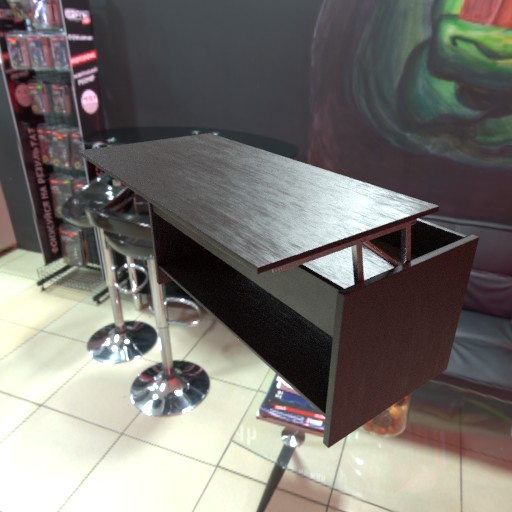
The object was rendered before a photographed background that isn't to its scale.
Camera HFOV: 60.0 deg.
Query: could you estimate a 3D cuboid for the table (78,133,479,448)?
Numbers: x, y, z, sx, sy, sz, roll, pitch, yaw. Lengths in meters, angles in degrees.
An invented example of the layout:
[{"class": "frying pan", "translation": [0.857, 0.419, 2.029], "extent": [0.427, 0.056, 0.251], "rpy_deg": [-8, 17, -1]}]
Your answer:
[{"class": "table", "translation": [0.000, 0.000, 1.396], "extent": [0.712, 0.570, 1.000], "rpy_deg": [-18, 32, -31]}]
